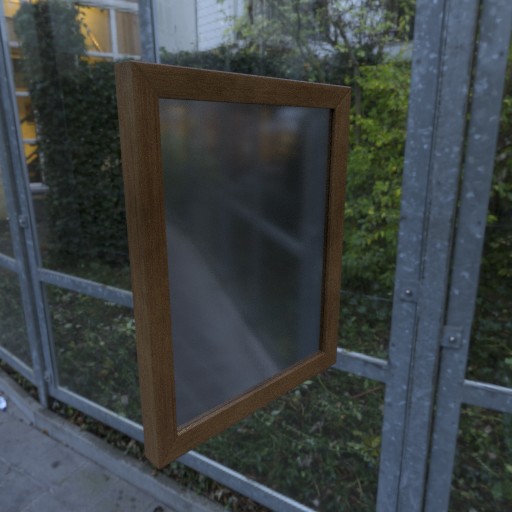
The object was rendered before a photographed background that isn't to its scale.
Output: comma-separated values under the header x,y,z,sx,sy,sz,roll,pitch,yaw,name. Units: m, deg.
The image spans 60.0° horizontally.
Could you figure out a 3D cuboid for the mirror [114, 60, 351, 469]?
x,y,z,sx,sy,sz,roll,pitch,yaw,name
0.000,0.000,0.677,0.405,0.508,0.041,-15,21,-43,mirror
